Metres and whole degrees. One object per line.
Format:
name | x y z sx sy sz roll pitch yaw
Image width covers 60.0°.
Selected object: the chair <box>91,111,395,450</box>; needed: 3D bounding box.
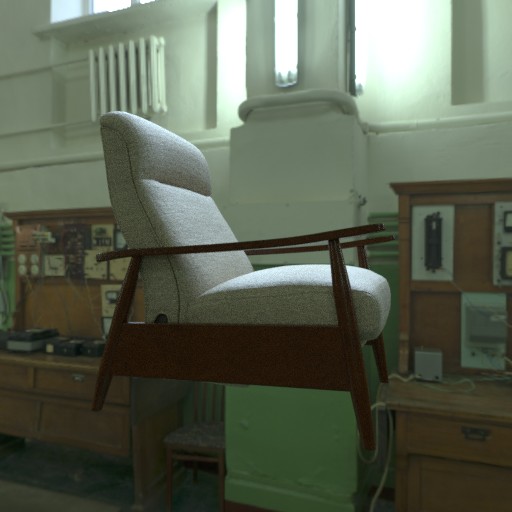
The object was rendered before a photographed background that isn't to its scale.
chair | 0.000 0.000 1.733 1.014 1.082 0.762 0 0 20
